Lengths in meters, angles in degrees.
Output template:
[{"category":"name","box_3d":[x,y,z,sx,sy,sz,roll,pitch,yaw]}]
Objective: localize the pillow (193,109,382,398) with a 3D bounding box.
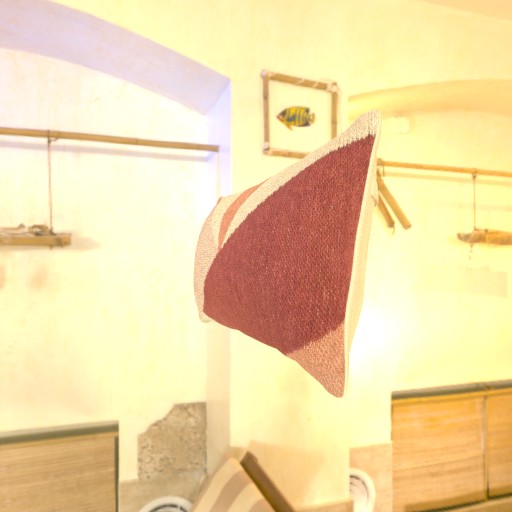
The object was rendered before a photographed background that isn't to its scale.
[{"category":"pillow","box_3d":[0.000,0.000,0.724,0.155,0.292,0.609,0,-1,-20]}]
